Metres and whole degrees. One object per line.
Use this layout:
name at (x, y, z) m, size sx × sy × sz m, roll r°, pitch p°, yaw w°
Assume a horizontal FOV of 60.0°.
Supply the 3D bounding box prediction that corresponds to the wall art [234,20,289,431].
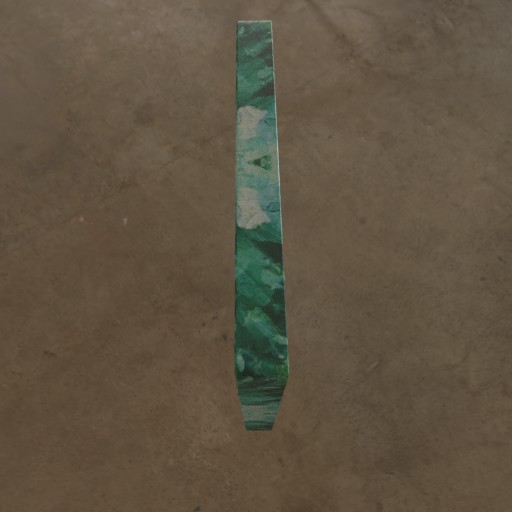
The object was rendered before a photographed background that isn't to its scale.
wall art at (0.000, 0.000, 0.463) m, size 0.033 × 0.313 × 0.313 m, roll -1°, pitch 63°, yaw 0°
